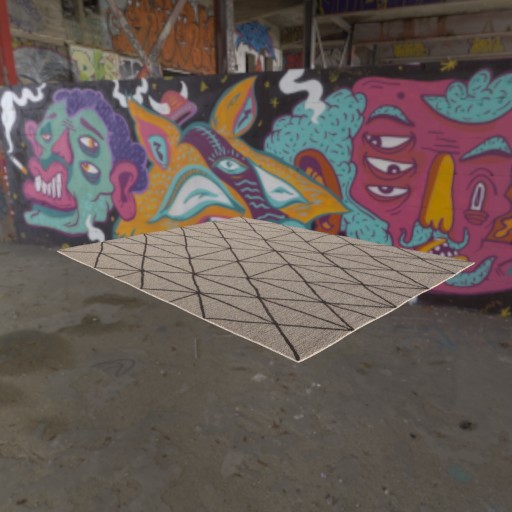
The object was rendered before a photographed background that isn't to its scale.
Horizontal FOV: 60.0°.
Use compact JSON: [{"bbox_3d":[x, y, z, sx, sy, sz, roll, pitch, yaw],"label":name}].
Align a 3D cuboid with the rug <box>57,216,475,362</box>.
[{"bbox_3d":[0.000,0.000,4.109,3.061,0.022,2.468,15,22,43],"label":"rug"}]
